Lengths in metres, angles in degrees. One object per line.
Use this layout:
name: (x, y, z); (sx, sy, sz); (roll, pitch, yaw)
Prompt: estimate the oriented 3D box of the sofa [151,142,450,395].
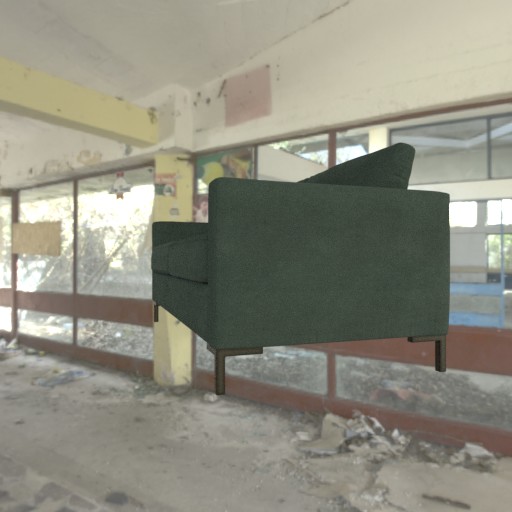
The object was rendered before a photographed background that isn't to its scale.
sofa: (0.000, 0.000, 2.168); (0.875, 0.817, 1.676); (0, 0, -19)
